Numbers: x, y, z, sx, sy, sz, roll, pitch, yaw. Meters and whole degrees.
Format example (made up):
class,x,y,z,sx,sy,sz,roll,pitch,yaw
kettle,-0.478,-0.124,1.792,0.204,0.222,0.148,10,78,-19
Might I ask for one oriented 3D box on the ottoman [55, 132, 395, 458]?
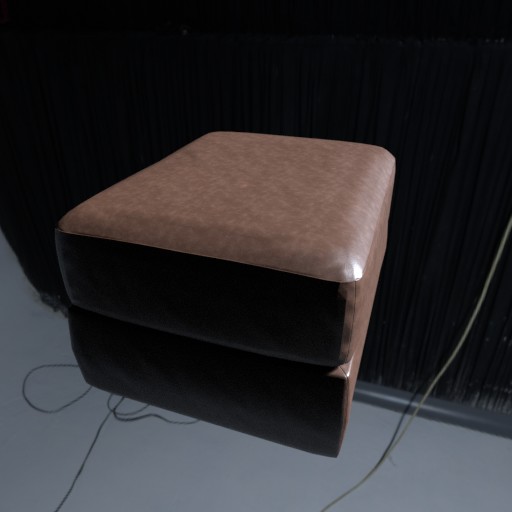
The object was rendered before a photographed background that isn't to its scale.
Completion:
class,x,y,z,sx,sy,sz,roll,pitch,yaw
ottoman,0.000,0.000,1.122,0.603,0.476,0.751,10,31,17
